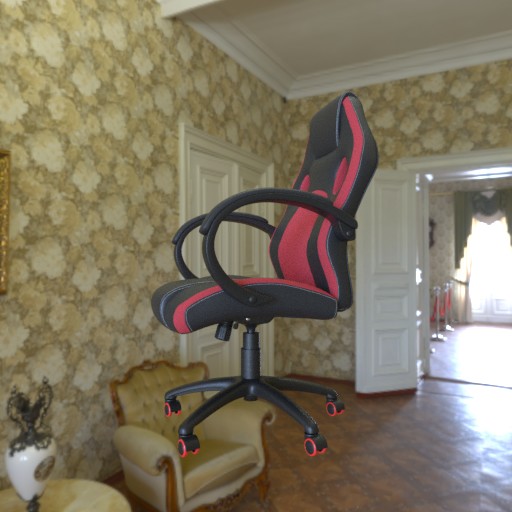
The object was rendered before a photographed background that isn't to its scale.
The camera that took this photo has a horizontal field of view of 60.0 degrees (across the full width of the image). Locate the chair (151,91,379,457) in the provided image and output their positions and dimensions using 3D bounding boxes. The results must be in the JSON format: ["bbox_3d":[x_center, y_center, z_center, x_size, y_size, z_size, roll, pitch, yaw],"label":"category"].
[{"bbox_3d":[0.000,0.000,1.589,0.724,1.187,0.673,0,-1,-18],"label":"chair"}]
